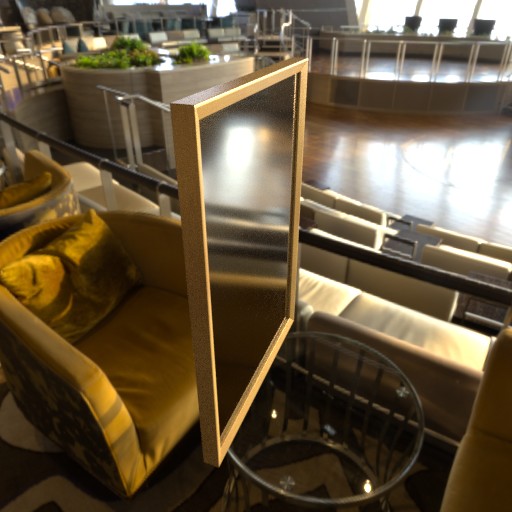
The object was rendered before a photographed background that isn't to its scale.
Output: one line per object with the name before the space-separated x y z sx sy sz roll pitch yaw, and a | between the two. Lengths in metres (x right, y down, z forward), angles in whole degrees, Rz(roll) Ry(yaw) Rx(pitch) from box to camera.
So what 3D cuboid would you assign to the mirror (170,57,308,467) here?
mirror | 0.000 0.000 0.927 0.039 0.710 0.507 11 32 19
